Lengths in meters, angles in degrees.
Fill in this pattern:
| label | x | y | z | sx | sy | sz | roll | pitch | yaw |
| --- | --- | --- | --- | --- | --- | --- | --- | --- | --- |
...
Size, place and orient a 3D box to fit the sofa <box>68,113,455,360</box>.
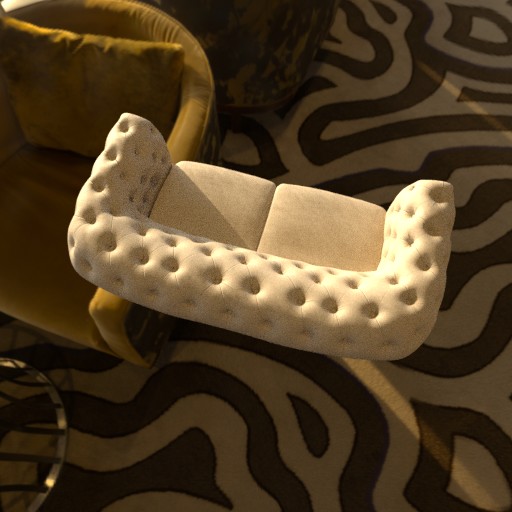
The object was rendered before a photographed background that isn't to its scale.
| label | x | y | z | sx | sy | sz | roll | pitch | yaw |
| --- | --- | --- | --- | --- | --- | --- | --- | --- | --- |
| sofa | 0.000 | 0.000 | 2.576 | 1.988 | 0.835 | 1.069 | 14 | 64 | 7 |
